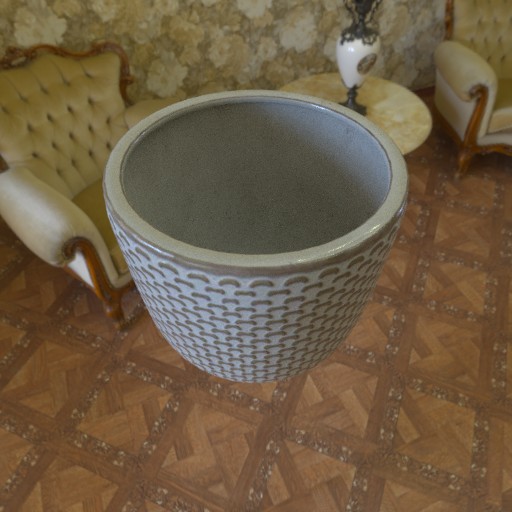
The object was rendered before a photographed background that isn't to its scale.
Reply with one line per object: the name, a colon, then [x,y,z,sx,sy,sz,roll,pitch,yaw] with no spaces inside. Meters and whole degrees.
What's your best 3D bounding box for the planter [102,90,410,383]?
planter: [0.000,0.000,0.249,0.139,0.130,0.139,0,46,0]
